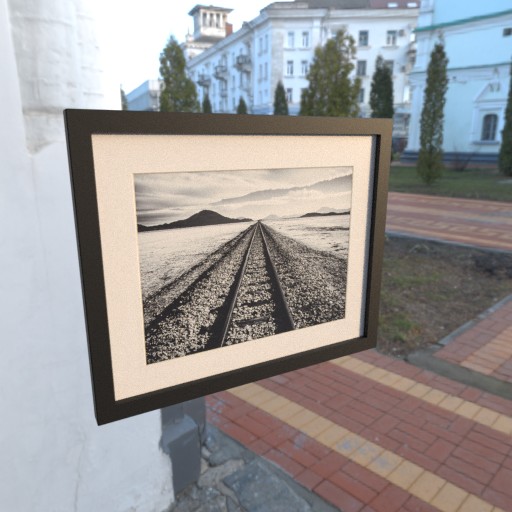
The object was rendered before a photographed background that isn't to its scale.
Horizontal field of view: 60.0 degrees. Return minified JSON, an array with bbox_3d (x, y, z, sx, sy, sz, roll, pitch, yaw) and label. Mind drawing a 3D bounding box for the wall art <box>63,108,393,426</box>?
[{"bbox_3d":[0.000,0.000,0.753,0.559,0.458,0.029,-8,16,-27],"label":"wall art"}]
